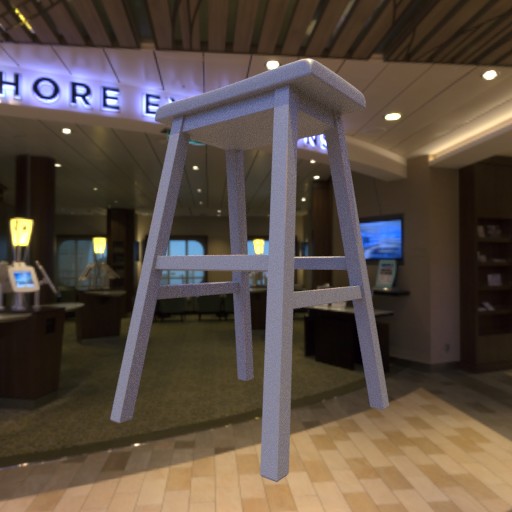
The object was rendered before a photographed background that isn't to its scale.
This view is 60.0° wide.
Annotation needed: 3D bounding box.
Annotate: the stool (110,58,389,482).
[{"bbox_3d":[0.000,0.000,1.044,0.457,0.737,0.476,-1,-1,38],"label":"stool"}]
